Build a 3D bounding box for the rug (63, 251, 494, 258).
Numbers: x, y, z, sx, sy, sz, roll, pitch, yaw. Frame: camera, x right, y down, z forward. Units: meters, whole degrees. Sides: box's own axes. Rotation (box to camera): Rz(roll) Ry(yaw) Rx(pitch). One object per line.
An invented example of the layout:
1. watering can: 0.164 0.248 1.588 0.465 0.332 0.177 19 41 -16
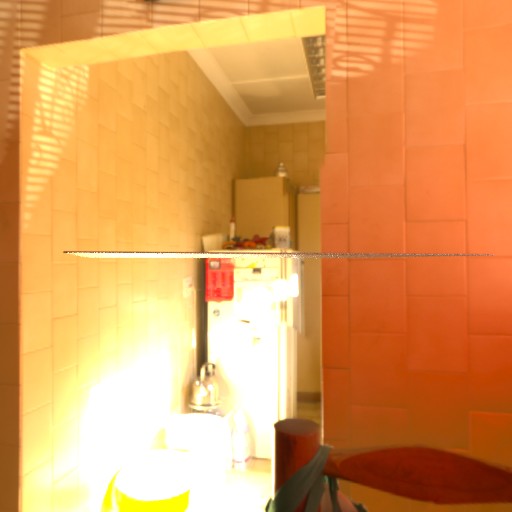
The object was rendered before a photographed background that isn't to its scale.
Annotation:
1. rug: 0.000 0.000 4.075 3.057 0.013 2.434 0 -1 -18
